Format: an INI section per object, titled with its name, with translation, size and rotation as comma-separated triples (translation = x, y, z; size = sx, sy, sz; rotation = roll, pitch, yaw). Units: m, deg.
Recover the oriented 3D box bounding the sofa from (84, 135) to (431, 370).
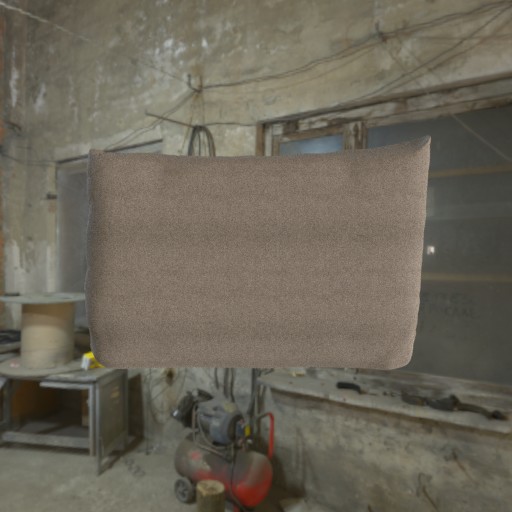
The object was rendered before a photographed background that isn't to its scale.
[sofa]
translation = 0.000, 0.000, 1.784
size = 1.144, 0.795, 0.847
rotation = 0, 0, 0
